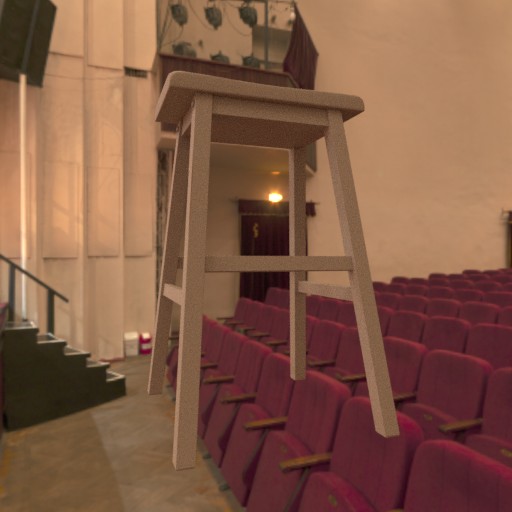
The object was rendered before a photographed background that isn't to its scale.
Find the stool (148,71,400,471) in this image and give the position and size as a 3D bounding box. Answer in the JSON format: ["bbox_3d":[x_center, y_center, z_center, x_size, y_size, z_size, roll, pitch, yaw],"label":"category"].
[{"bbox_3d":[0.000,0.000,1.057,0.457,0.737,0.476,0,0,-19],"label":"stool"}]
